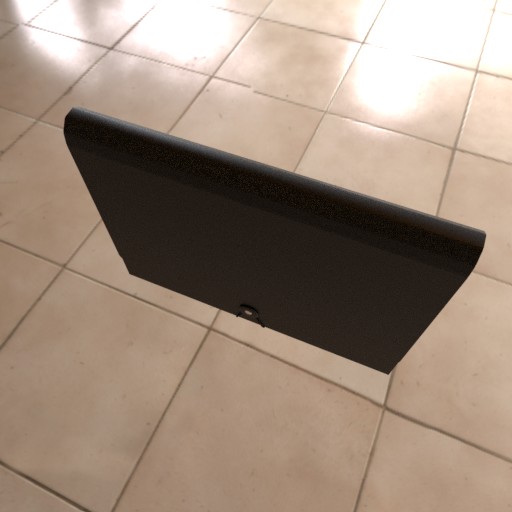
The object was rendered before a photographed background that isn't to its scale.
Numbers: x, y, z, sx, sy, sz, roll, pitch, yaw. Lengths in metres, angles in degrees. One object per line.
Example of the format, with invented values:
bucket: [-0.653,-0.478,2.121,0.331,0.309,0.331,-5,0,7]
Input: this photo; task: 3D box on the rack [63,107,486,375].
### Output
rack: [0.000,0.000,0.430,0.330,0.241,0.041,20,60,12]
